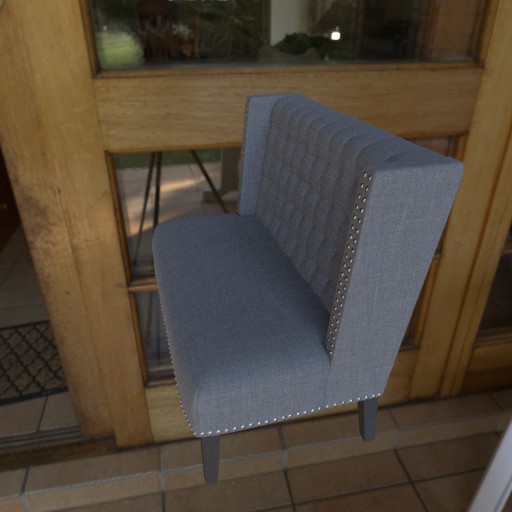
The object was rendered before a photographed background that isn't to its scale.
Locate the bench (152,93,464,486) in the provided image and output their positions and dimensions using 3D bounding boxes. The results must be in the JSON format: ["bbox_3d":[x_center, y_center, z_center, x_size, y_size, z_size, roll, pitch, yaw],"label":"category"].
[{"bbox_3d":[0.000,0.000,1.914,0.842,1.121,1.276,-8,30,-15],"label":"bench"}]
